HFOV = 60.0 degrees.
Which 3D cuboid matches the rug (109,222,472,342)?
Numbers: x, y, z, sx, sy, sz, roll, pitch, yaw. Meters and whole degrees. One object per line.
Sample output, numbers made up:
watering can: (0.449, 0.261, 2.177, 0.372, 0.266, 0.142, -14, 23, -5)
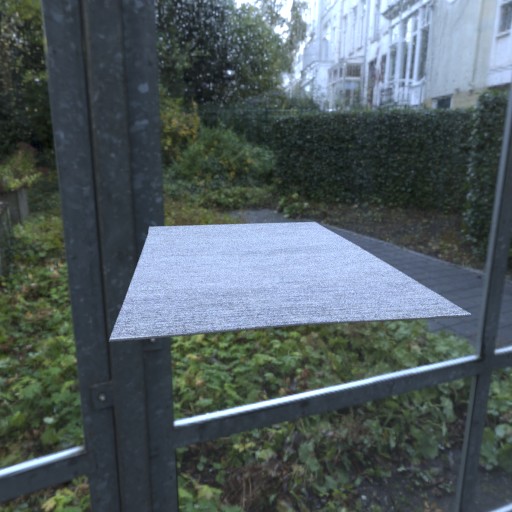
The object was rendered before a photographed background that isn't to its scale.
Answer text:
rug: (0.000, 0.000, 2.221, 1.159, 0.021, 1.789, -2, 15, -9)
